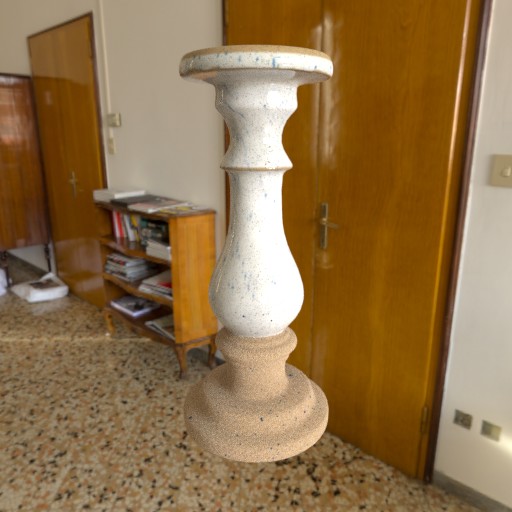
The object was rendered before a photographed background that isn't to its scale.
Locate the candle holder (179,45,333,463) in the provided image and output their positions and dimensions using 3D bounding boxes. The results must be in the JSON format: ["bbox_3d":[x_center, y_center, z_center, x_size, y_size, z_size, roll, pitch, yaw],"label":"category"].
[{"bbox_3d":[0.000,0.000,0.247,0.088,0.203,0.088,0,15,0],"label":"candle holder"}]
